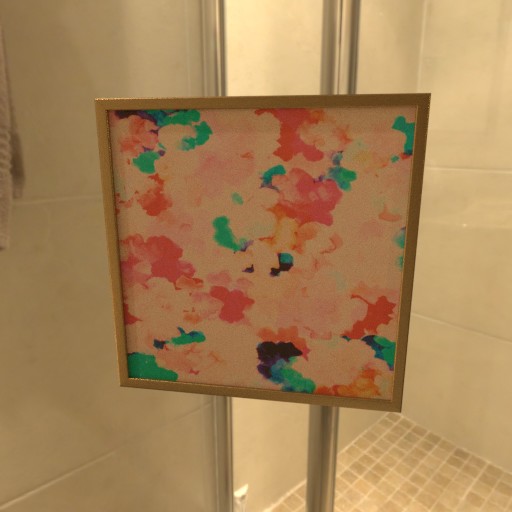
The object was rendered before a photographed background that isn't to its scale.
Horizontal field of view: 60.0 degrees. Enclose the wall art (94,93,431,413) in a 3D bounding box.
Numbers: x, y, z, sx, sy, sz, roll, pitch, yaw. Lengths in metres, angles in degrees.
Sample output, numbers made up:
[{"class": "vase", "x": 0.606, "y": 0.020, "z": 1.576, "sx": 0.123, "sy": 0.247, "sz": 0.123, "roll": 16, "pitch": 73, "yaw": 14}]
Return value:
[{"class": "wall art", "x": 0.000, "y": 0.000, "z": 0.452, "sx": 0.304, "sy": 0.305, "sz": 0.038, "roll": 2, "pitch": 15, "yaw": 9}]
